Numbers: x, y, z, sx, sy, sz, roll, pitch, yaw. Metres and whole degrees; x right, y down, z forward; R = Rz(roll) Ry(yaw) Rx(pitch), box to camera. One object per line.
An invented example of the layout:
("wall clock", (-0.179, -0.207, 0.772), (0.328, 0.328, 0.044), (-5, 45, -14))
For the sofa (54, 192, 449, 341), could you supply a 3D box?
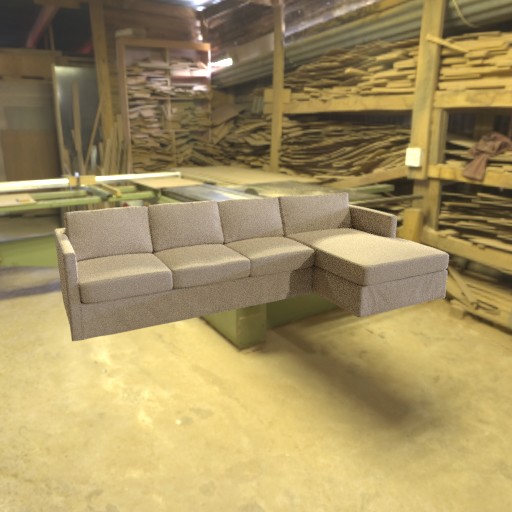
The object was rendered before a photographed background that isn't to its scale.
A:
("sofa", (0.000, 0.000, 3.993), (3.206, 0.871, 1.622), (-8, 18, -26))
